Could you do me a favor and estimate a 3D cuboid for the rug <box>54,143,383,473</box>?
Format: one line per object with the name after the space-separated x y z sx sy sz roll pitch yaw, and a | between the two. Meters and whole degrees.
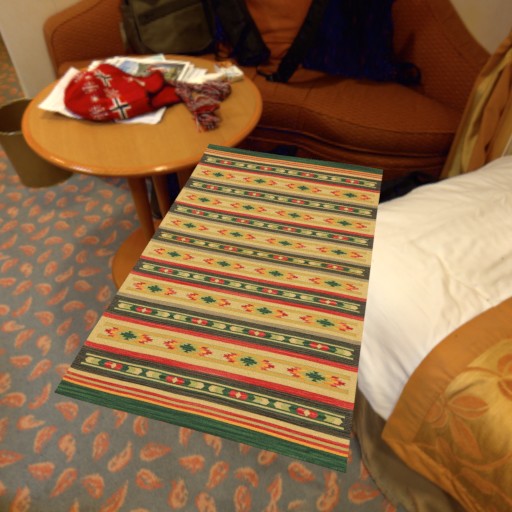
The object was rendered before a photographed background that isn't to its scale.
0.000 0.000 2.990 1.520 0.011 2.447 11 48 10 | rug
